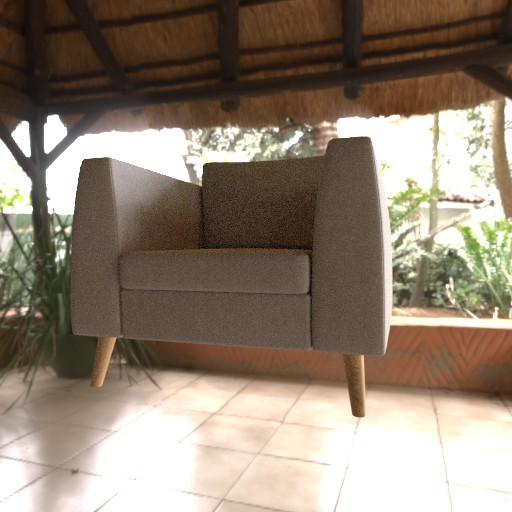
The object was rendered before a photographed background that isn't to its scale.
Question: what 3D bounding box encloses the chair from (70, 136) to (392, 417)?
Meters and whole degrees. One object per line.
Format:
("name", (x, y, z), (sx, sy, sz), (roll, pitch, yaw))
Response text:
("chair", (0.000, 0.000, 1.719), (1.000, 0.860, 0.930), (0, 1, 18))
